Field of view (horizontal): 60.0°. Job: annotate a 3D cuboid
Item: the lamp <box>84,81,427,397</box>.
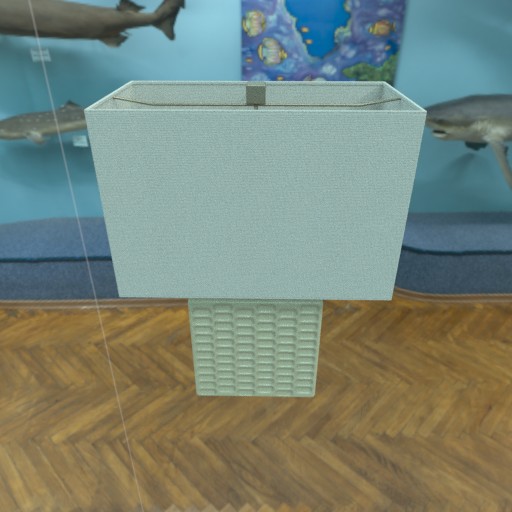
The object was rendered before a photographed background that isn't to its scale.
[{"bbox_3d":[0.000,0.000,0.698,0.380,0.515,0.200,1,30,1],"label":"lamp"}]
